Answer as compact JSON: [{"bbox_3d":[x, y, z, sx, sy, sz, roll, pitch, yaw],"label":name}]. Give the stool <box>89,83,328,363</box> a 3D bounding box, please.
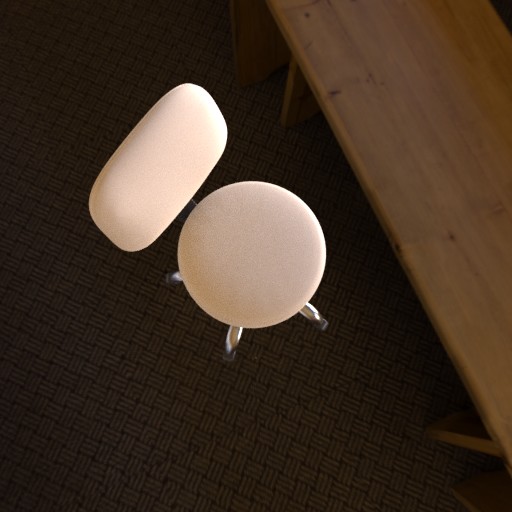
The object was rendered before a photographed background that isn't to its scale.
[{"bbox_3d":[0.000,0.000,1.260,0.616,0.810,0.609,35,79,7],"label":"stool"}]
